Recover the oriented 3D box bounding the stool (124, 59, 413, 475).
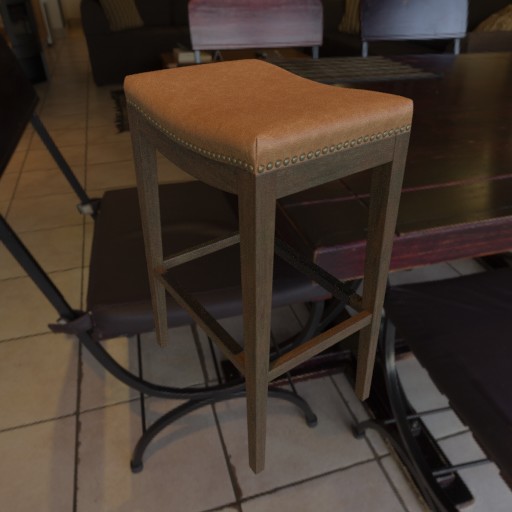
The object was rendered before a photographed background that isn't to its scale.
[{"bbox_3d":[0.000,0.000,1.023,0.361,0.759,0.500,-22,39,-29],"label":"stool"}]
